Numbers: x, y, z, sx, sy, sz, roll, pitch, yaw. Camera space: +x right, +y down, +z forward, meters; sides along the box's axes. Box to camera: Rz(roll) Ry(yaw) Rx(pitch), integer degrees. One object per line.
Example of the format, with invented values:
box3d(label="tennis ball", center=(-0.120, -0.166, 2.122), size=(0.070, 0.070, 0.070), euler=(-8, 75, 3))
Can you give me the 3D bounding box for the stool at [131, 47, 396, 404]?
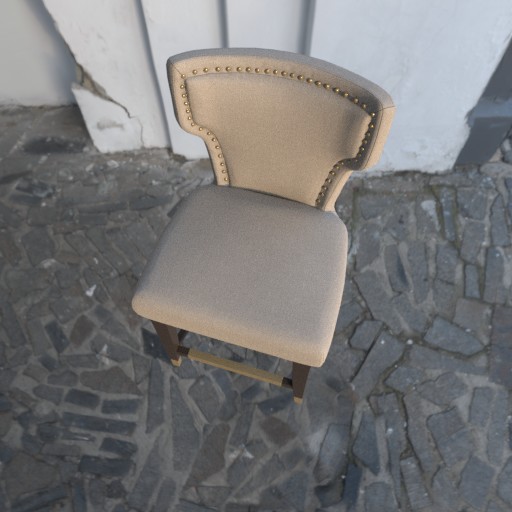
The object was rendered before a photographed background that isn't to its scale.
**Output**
box3d(label="stool", center=(0.000, 0.000, 1.300), size=(0.527, 0.982, 0.563), euler=(15, 60, 9))
